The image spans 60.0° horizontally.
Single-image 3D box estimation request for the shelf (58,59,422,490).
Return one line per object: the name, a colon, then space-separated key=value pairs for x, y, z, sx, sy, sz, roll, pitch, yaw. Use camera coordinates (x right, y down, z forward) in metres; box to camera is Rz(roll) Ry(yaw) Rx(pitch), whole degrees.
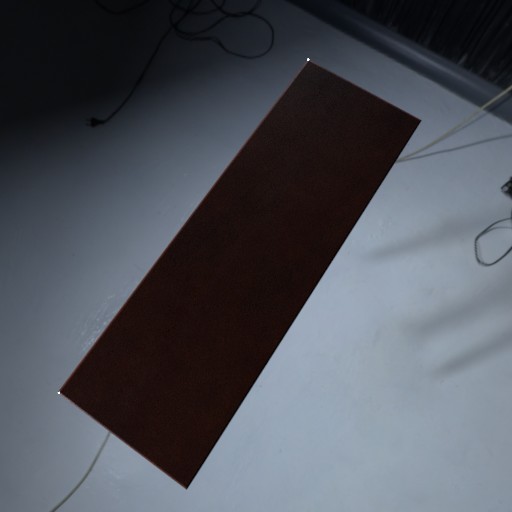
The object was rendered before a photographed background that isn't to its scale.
shelf: x=0.000 y=0.000 z=0.507 sx=0.152 sy=0.088 sz=0.457 roll=32 pitch=76 yaw=9
